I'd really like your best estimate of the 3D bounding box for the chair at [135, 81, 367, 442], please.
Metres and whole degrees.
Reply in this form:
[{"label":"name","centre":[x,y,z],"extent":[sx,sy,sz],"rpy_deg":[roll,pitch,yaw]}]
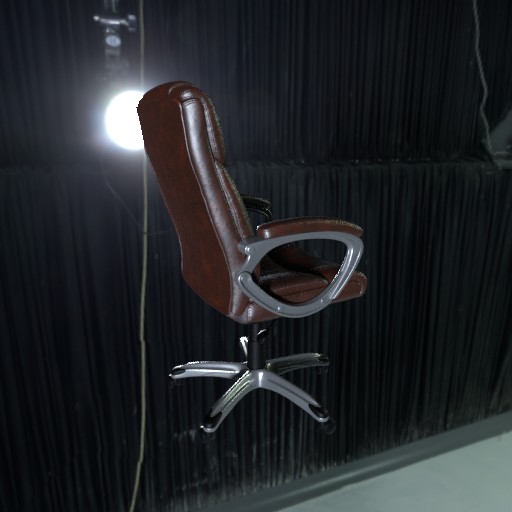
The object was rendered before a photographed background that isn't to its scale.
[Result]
[{"label":"chair","centre":[0.000,0.000,1.583],"extent":[0.692,1.128,0.656],"rpy_deg":[-8,17,-26]}]
